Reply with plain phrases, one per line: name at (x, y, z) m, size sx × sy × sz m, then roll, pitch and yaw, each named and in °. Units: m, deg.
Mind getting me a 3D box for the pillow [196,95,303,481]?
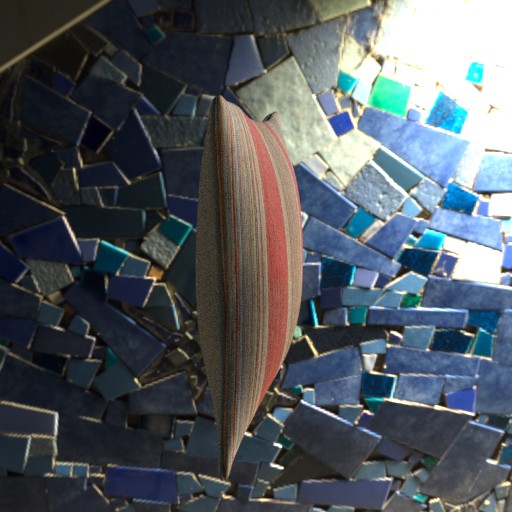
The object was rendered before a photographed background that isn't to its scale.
pillow at (0.000, 0.000, 0.650) m, size 0.136 × 0.419 × 0.437 m, roll 3°, pitch 16°, yaw 9°
